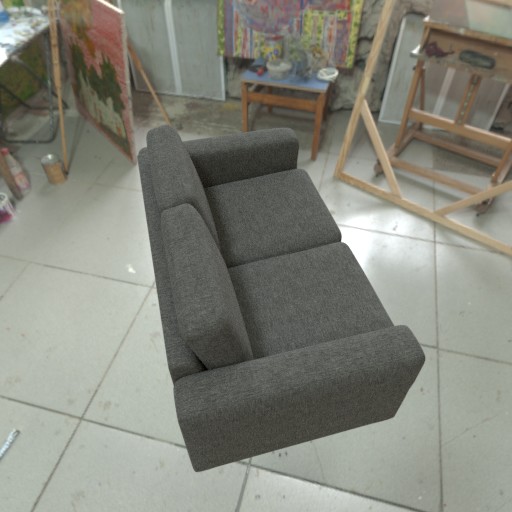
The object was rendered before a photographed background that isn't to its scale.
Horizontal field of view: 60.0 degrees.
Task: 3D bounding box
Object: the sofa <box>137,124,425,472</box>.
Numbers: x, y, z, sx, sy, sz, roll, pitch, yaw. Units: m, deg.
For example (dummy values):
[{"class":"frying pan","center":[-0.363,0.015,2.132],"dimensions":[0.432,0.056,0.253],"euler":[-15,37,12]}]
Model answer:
[{"class":"sofa","center":[0.000,0.000,2.032],"dimensions":[0.900,0.800,1.520],"euler":[-11,48,-10]}]
